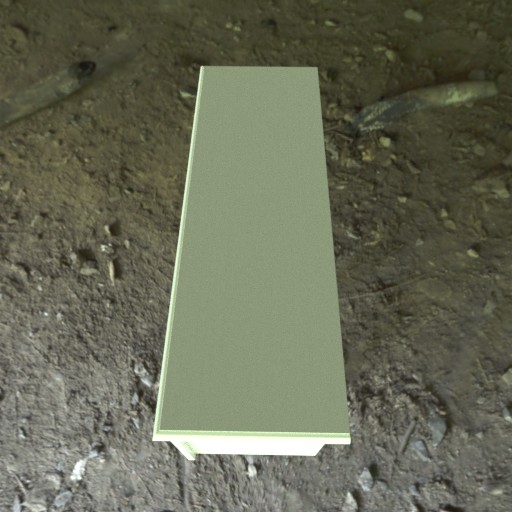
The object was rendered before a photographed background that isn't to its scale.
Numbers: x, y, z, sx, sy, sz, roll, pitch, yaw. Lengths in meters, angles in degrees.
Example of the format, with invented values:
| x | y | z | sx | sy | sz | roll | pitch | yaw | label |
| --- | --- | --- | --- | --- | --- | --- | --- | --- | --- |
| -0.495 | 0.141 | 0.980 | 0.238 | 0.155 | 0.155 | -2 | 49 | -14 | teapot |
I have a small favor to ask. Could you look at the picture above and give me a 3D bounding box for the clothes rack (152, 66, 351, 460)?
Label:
| x | y | z | sx | sy | sz | roll | pitch | yaw | label |
| --- | --- | --- | --- | --- | --- | --- | --- | --- | --- |
| 0.000 | 0.000 | 1.450 | 0.405 | 0.558 | 1.218 | 1 | 58 | 0 | clothes rack |
